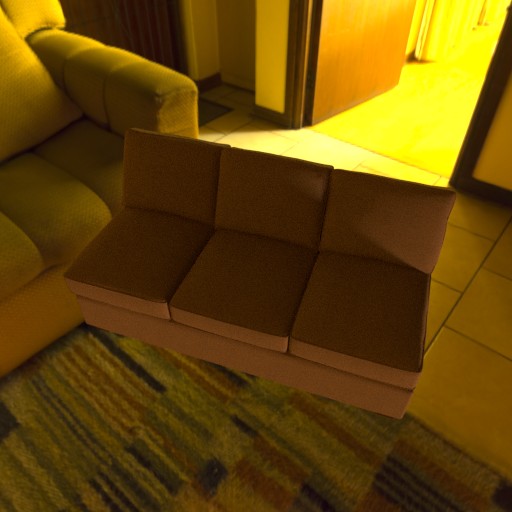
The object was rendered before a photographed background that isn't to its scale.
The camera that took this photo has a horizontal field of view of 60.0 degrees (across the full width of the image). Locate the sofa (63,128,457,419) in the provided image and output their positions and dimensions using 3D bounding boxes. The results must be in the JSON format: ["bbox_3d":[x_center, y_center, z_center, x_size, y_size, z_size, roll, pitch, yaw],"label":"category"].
[{"bbox_3d":[0.000,0.000,2.747,2.092,1.036,1.127,13,44,14],"label":"sofa"}]
